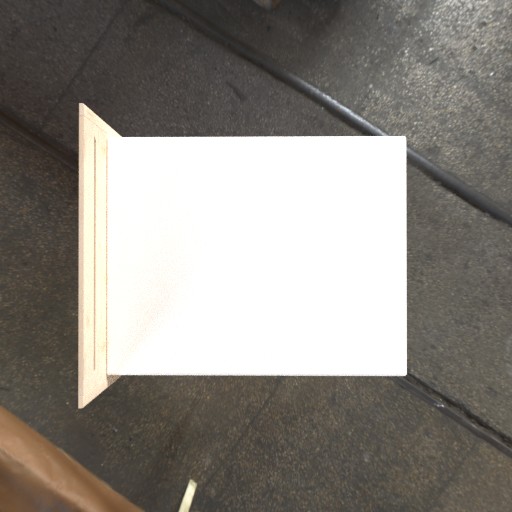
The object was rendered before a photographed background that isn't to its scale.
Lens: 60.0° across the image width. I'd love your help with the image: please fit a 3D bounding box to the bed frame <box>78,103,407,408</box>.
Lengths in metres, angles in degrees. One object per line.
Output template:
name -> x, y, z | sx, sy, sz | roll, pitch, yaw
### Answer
bed frame -> 0.000, 0.000, 3.048 | 2.080, 0.900, 1.800 | 0, 90, 1
